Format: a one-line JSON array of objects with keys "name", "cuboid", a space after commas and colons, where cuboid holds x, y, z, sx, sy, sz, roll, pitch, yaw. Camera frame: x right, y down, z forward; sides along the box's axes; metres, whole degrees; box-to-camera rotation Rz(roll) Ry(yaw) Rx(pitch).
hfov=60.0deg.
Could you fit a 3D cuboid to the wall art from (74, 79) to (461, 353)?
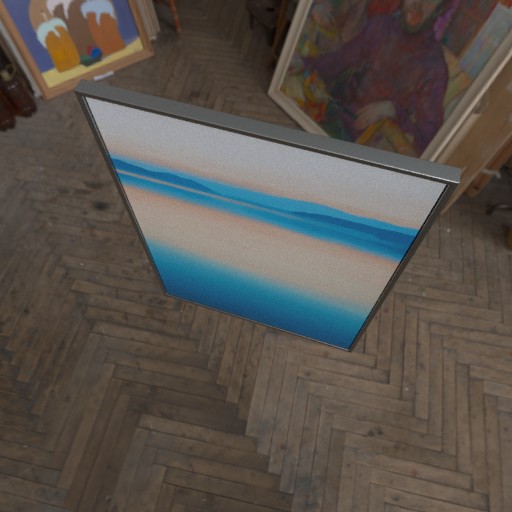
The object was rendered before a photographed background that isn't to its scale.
[{"name": "wall art", "cuboid": [0.000, 0.000, 1.348, 0.801, 1.062, 0.037, 16, 62, 9]}]
